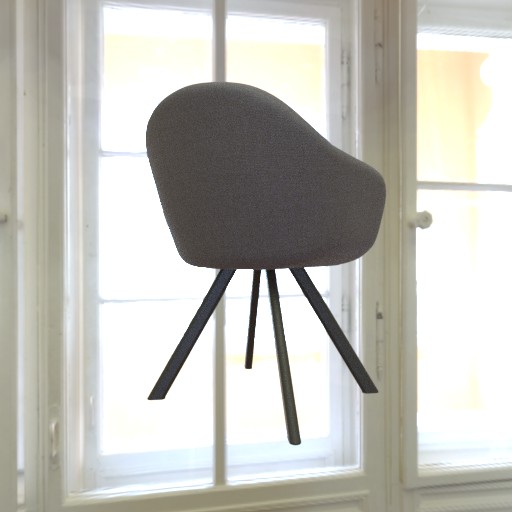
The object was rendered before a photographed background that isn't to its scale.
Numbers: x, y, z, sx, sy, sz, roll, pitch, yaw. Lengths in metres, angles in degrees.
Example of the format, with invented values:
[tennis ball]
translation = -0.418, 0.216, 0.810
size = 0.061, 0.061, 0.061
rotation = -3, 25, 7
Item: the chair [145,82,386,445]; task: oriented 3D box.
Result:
[chair]
translation = 0.000, 0.000, 1.222
size = 0.590, 0.795, 0.550
rotation = 1, 1, 37
